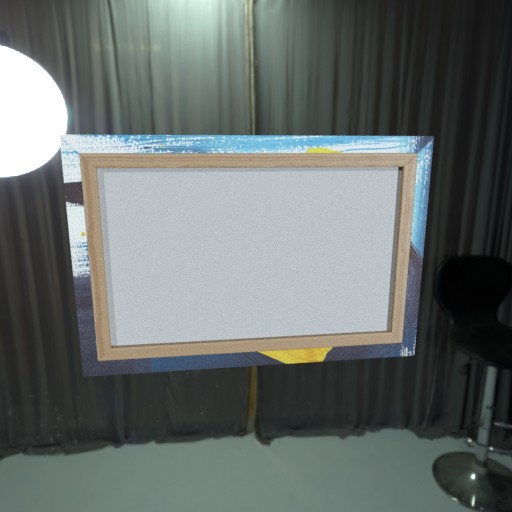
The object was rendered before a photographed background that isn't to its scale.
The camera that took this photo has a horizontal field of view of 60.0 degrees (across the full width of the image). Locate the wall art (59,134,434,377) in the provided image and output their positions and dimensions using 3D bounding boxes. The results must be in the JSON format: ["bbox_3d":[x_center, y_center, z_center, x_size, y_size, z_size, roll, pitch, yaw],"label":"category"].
[{"bbox_3d":[0.000,0.000,1.163,0.914,0.610,0.039,-2,13,-8],"label":"wall art"}]
